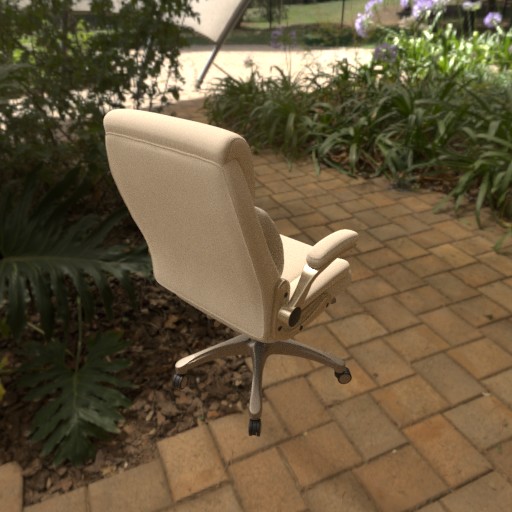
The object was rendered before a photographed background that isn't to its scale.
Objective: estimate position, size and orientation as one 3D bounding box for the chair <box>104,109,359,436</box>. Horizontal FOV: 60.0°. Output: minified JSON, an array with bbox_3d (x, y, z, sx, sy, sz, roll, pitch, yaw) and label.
[{"bbox_3d":[0.000,0.000,1.650,0.740,1.110,0.794,21,35,32],"label":"chair"}]
